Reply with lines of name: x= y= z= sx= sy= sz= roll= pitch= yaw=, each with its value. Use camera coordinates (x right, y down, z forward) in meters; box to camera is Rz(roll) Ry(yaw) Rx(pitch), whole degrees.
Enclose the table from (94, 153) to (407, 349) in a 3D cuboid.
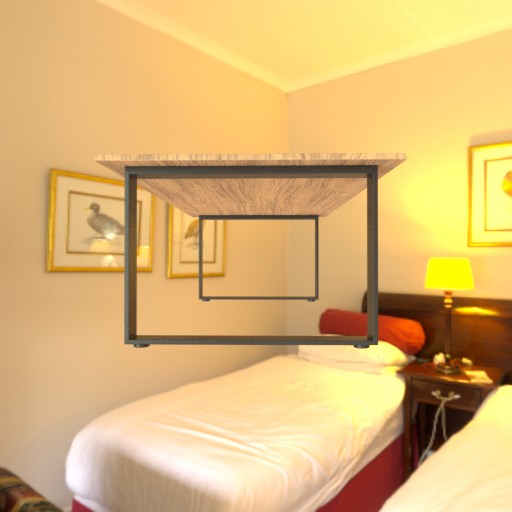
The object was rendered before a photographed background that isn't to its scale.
table: x=0.000 y=0.000 z=1.644 sx=0.693 sy=0.445 sz=1.331 roll=0 pitch=0 yaw=1
